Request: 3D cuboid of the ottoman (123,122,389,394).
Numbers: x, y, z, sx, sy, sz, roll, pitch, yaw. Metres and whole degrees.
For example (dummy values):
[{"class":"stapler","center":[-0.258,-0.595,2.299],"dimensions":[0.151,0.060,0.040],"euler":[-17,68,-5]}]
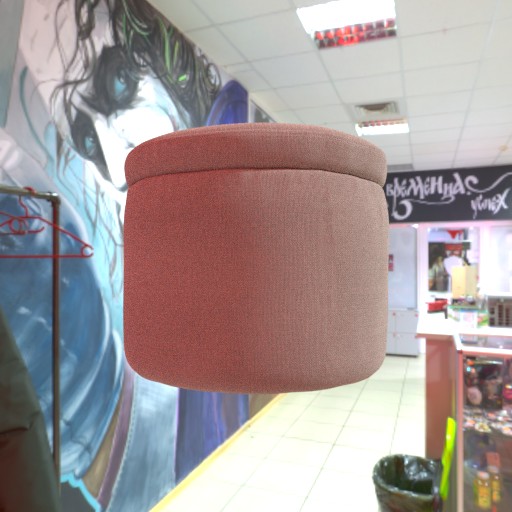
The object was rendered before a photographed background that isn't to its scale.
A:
[{"class":"ottoman","center":[0.000,0.000,0.863],"dimensions":[0.497,0.409,0.497],"euler":[0,-1,0]}]
